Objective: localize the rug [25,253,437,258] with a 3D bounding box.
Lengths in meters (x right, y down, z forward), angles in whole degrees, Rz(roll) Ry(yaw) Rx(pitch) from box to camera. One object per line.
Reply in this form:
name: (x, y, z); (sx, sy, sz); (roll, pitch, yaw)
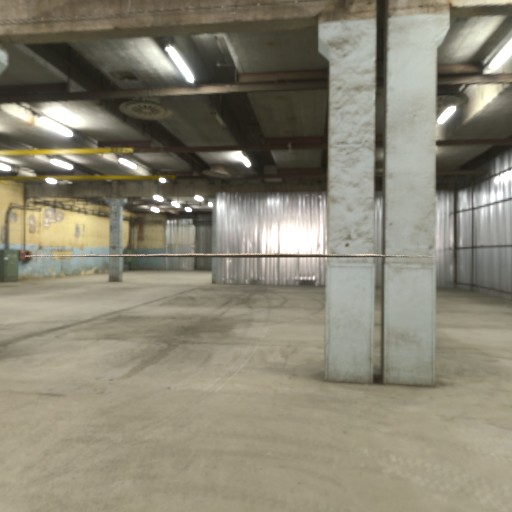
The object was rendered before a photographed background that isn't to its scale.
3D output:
rug: (0.000, 0.000, 4.112); (2.468, 0.022, 3.061); (0, -1, 36)
